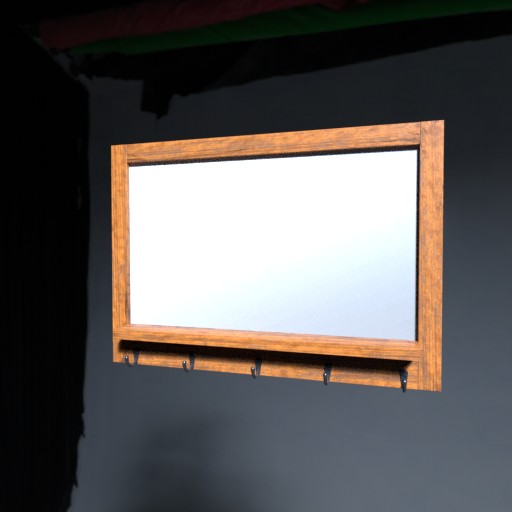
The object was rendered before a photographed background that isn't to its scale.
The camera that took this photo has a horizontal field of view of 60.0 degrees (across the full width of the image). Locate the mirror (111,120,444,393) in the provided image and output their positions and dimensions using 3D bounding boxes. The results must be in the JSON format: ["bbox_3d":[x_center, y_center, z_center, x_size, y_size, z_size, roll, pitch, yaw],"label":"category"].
[{"bbox_3d":[0.000,0.000,0.968,0.758,0.537,0.084,0,2,17],"label":"mirror"}]
